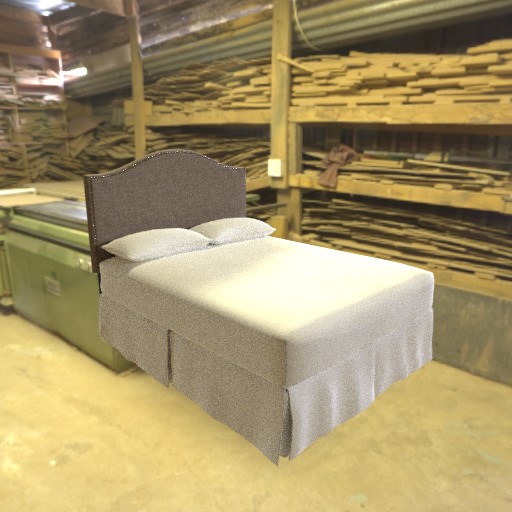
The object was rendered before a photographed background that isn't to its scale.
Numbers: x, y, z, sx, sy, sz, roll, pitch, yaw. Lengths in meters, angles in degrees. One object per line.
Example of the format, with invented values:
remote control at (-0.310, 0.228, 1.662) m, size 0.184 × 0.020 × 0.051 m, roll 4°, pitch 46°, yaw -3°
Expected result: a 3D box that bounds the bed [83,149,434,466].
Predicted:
bed at (0.000, 0.000, 3.292) m, size 1.713 × 1.518 × 2.153 m, roll -14°, pitch 20°, yaw -43°
